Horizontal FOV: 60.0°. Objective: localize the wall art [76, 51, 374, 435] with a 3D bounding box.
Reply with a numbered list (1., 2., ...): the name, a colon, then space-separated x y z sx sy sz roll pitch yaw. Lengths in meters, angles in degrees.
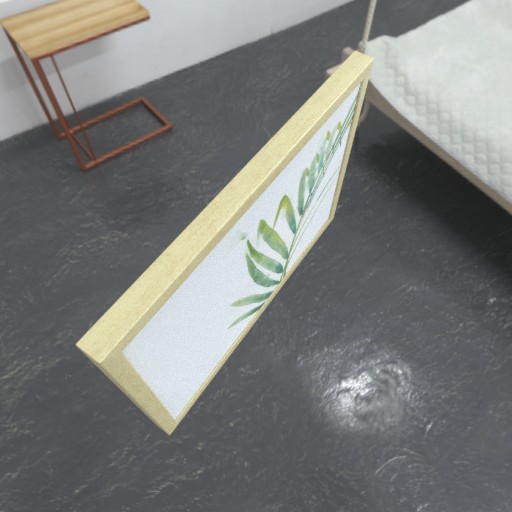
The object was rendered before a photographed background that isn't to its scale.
1. wall art: 0.000 0.000 0.677 0.032 0.381 0.533 31 64 17
